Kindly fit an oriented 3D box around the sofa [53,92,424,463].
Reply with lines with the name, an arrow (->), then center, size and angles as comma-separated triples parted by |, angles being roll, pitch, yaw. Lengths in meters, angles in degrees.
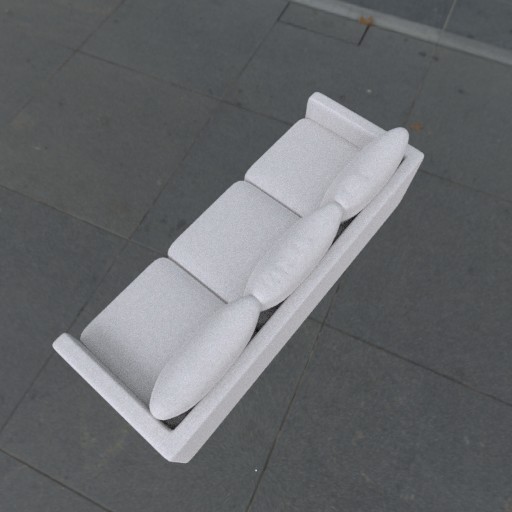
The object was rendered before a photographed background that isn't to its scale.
sofa -> 0.000, 0.000, 2.641 | 0.859, 0.874, 2.218 | 37, 70, 16
